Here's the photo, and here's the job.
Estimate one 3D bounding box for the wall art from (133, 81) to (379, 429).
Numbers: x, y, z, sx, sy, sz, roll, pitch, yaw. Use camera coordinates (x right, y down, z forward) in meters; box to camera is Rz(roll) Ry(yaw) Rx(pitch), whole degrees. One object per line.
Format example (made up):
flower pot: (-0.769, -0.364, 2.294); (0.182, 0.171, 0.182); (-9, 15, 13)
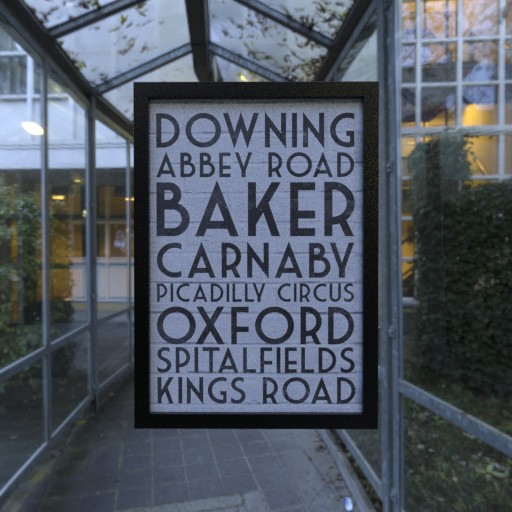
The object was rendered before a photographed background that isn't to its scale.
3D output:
wall art: (0.000, 0.000, 0.846); (0.462, 0.656, 0.019); (0, 1, 0)
